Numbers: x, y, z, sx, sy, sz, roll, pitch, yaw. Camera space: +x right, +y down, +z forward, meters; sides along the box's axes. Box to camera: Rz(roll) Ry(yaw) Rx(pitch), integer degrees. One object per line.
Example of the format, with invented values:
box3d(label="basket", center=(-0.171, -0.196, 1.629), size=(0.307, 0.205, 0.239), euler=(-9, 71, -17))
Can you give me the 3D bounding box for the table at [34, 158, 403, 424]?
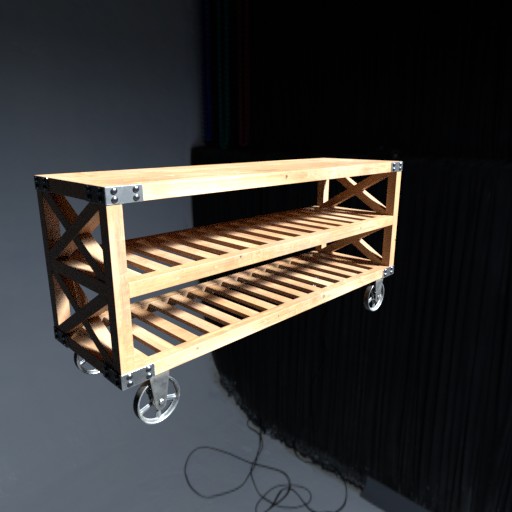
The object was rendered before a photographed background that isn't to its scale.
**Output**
box3d(label="table", center=(0.000, 0.000, 1.799), size=(0.467, 0.711, 1.487), euler=(15, 21, 43))
